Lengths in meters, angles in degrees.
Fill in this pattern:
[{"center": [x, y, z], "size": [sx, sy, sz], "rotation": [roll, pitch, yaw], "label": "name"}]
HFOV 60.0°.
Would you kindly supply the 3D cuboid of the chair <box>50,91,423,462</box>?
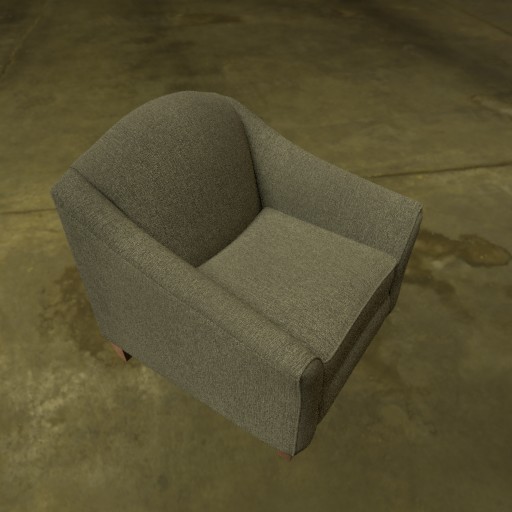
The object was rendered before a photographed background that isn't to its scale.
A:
[{"center": [0.000, 0.000, 1.389], "size": [0.787, 0.839, 0.763], "rotation": [25, 47, 26], "label": "chair"}]
